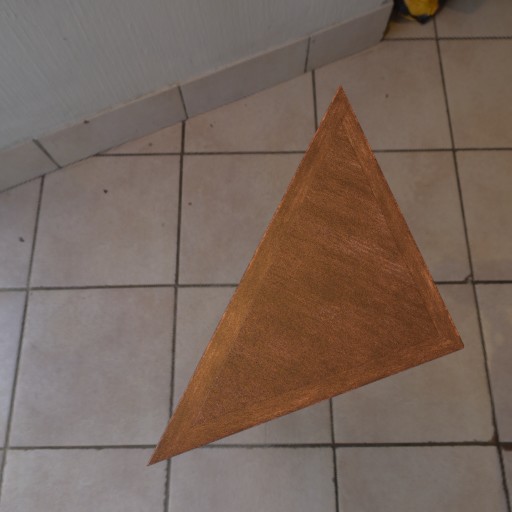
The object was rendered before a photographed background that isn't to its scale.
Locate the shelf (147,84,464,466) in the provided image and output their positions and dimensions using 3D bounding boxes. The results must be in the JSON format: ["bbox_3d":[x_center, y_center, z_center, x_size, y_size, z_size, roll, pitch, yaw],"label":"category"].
[{"bbox_3d":[0.000,0.000,0.440,0.296,0.035,0.296,-18,74,-5],"label":"shelf"}]
